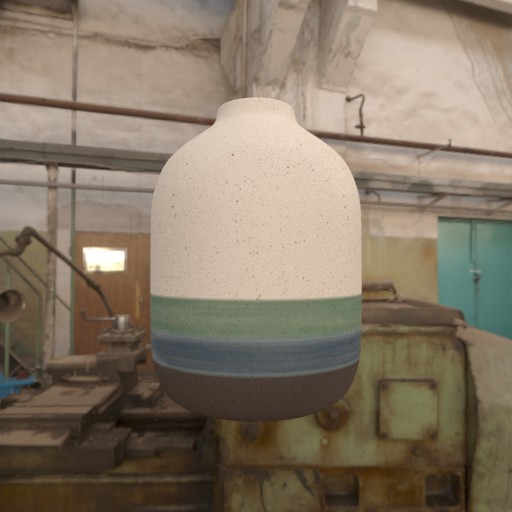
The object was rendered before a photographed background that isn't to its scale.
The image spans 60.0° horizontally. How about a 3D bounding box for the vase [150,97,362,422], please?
[{"bbox_3d":[0.000,0.000,0.366,0.169,0.240,0.169,0,-1,0],"label":"vase"}]
